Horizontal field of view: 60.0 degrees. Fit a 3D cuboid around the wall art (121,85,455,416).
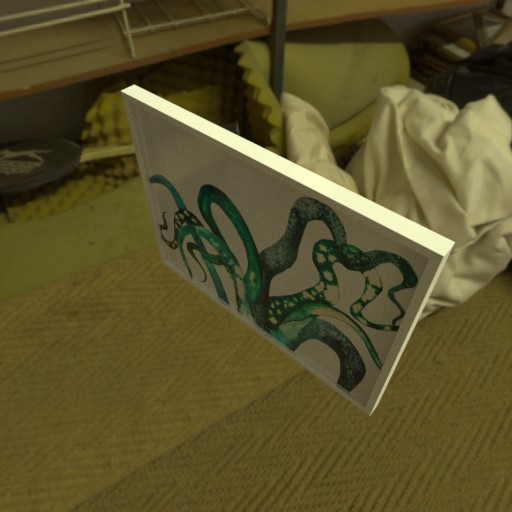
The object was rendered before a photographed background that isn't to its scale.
[{"bbox_3d":[0.000,0.000,1.421,1.041,0.787,0.053,33,55,26],"label":"wall art"}]
